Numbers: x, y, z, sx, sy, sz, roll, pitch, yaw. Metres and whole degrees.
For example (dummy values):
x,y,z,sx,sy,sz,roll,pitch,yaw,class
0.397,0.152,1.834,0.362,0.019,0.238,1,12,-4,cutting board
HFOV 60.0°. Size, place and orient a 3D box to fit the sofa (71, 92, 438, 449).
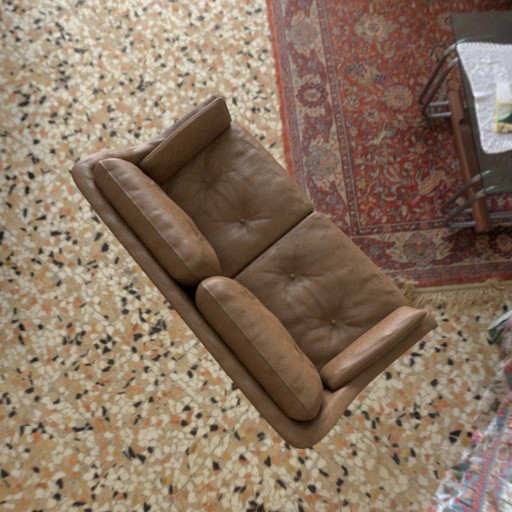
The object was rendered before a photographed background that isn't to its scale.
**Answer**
x,y,z,sx,sy,sz,roll,pitch,yaw,class
0.000,0.000,2.362,0.981,0.886,1.731,-40,79,-10,sofa
